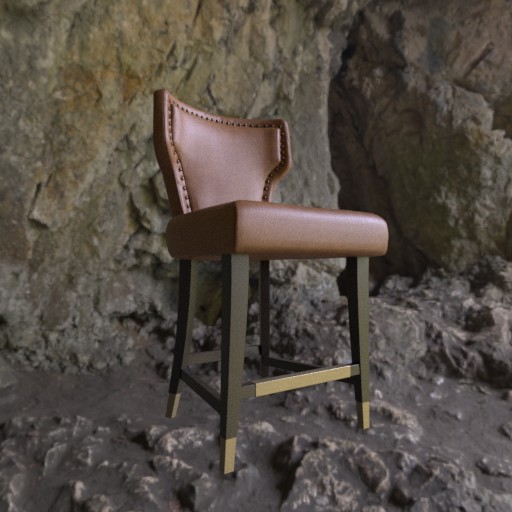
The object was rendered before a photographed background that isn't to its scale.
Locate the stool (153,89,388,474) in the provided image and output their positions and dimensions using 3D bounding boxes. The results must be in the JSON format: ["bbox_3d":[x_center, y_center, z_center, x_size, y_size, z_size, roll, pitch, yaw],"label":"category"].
[{"bbox_3d":[0.000,0.000,1.305,0.526,0.982,0.563,1,-2,-36],"label":"stool"}]
